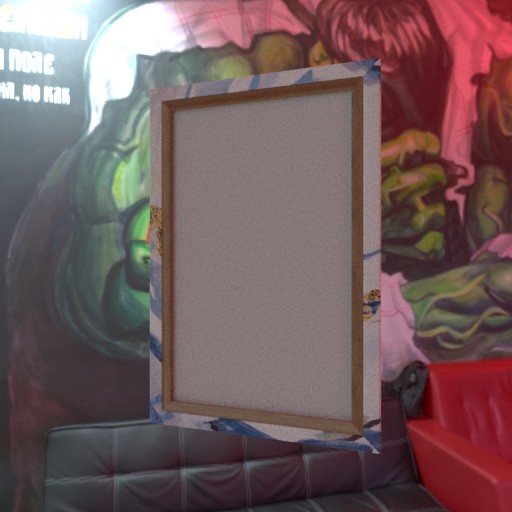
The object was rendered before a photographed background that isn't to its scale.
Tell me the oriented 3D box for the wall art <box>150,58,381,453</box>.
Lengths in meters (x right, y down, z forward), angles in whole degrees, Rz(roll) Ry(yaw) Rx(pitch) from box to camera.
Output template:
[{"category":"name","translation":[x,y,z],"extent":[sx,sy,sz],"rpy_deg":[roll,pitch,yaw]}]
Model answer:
[{"category":"wall art","translation":[0.000,0.000,1.123],"extent":[0.610,0.914,0.016],"rpy_deg":[0,0,18]}]
